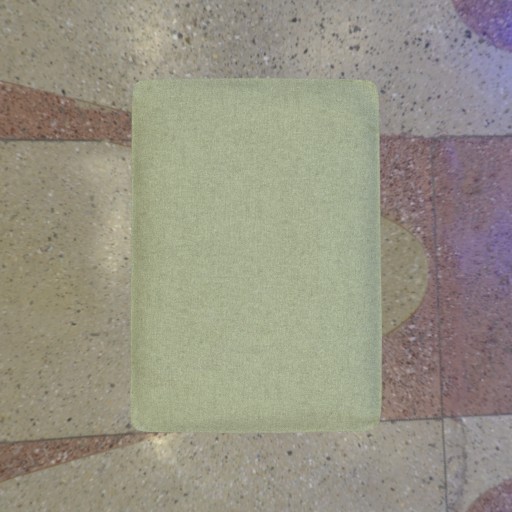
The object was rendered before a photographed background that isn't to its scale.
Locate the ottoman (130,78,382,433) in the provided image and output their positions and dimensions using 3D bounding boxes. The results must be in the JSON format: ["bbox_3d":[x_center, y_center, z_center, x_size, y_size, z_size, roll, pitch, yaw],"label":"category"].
[{"bbox_3d":[0.000,0.000,1.238,0.611,0.508,0.848,0,89,0],"label":"ottoman"}]
